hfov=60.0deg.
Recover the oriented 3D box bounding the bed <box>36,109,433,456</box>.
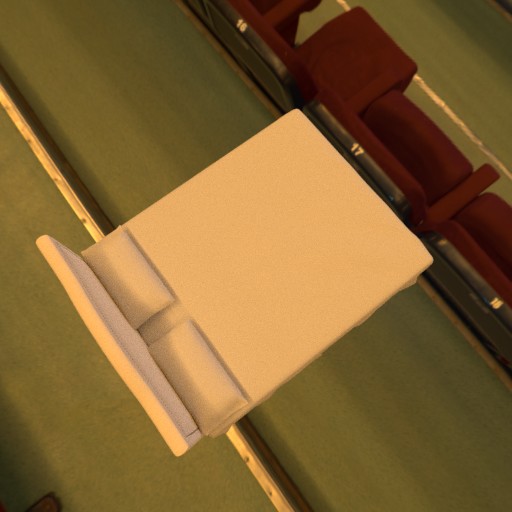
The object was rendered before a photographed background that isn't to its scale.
[{"bbox_3d":[0.000,0.000,3.612,2.477,1.437,1.977,-36,77,-9],"label":"bed"}]
